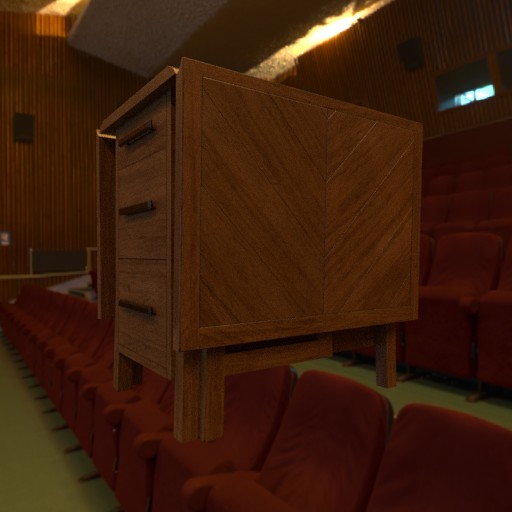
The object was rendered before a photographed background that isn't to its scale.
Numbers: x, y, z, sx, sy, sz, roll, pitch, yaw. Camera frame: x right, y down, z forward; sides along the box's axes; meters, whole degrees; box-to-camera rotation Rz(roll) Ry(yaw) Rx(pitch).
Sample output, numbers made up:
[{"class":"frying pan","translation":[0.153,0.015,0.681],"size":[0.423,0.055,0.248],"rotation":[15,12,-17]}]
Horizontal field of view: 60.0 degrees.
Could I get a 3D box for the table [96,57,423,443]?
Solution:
[{"class":"table","translation":[0.000,0.000,1.287],"size":[0.746,0.763,0.591],"rotation":[0,0,-35]}]
